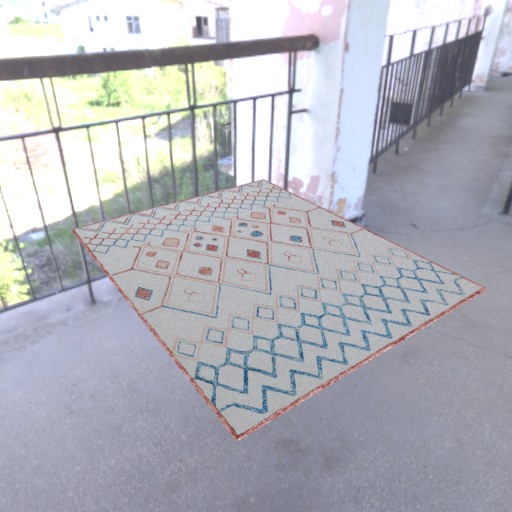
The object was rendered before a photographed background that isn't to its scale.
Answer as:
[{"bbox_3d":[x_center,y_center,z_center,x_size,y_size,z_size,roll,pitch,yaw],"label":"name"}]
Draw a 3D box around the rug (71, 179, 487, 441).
[{"bbox_3d":[0.000,0.000,4.047,2.441,0.016,3.050,-20,36,-30],"label":"rug"}]
